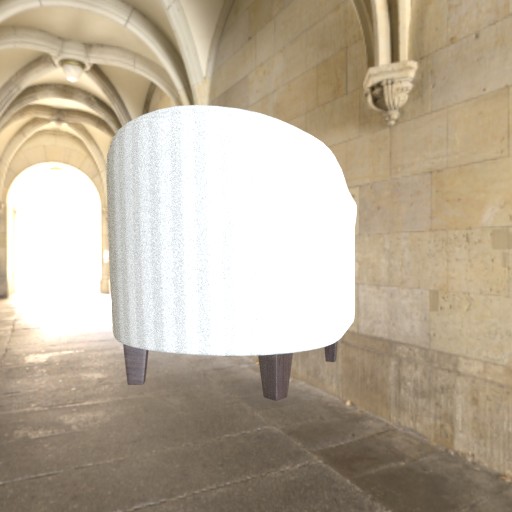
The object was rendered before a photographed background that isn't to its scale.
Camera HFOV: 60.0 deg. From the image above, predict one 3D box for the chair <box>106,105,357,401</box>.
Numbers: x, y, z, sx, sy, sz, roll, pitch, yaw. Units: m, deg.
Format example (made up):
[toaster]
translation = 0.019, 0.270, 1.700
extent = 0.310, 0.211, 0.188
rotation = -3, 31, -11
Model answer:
[chair]
translation = 0.000, 0.000, 1.709
extent = 0.756, 0.757, 1.288
rotation = 0, 0, 19
